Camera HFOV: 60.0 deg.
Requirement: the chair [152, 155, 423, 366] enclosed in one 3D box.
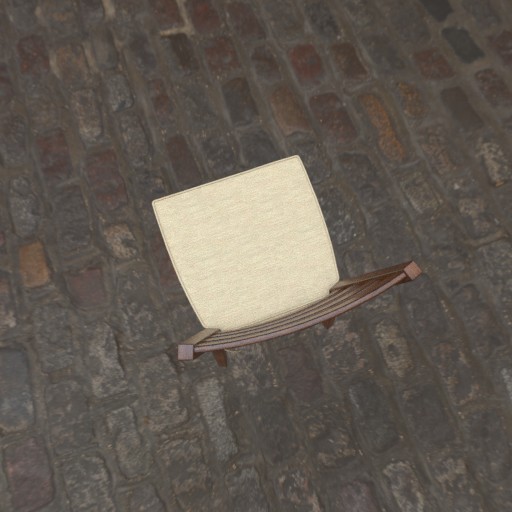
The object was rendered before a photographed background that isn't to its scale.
[{"bbox_3d":[0.000,0.000,1.383,0.593,0.979,0.595,-19,75,-5],"label":"chair"}]
